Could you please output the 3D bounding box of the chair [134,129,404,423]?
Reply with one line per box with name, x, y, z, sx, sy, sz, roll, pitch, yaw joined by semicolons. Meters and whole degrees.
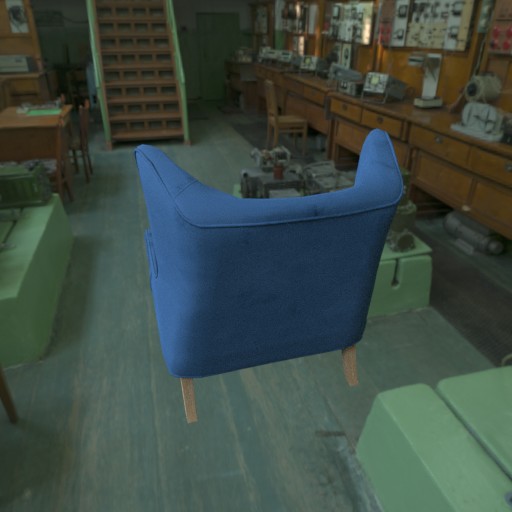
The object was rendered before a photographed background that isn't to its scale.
chair;0.000;0.000;1.668;0.793;0.952;0.910;-8;29;-15
